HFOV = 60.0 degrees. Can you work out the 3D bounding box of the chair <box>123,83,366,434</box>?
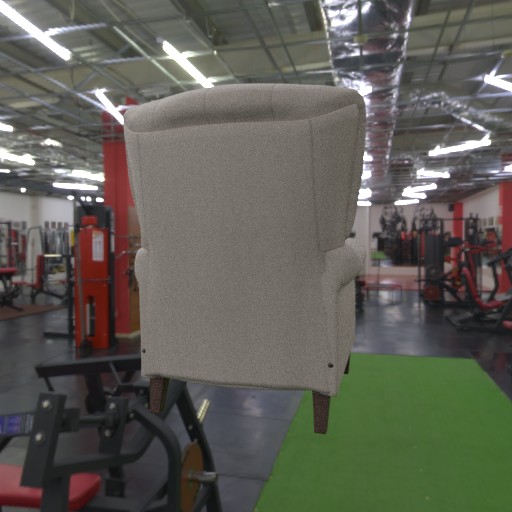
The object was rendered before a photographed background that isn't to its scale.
[{"bbox_3d":[0.000,0.000,1.913,0.942,1.209,1.025,1,2,17],"label":"chair"}]
